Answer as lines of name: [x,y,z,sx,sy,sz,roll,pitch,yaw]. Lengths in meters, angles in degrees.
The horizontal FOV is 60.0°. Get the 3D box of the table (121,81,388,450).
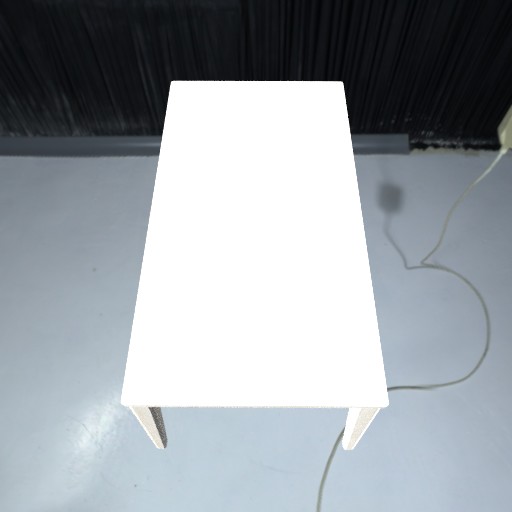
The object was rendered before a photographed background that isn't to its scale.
table: [0.000,0.000,2.105,0.900,0.760,1.600,0,59,0]
